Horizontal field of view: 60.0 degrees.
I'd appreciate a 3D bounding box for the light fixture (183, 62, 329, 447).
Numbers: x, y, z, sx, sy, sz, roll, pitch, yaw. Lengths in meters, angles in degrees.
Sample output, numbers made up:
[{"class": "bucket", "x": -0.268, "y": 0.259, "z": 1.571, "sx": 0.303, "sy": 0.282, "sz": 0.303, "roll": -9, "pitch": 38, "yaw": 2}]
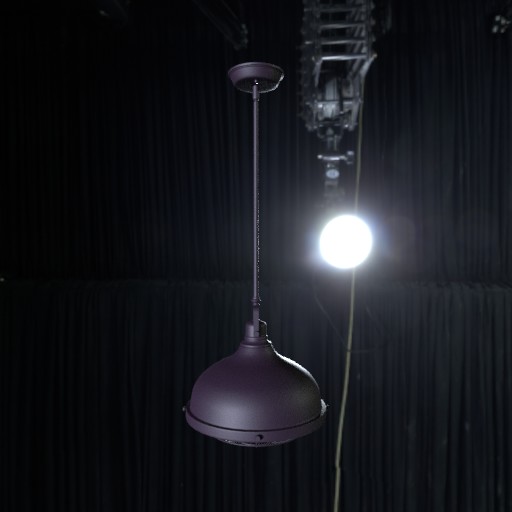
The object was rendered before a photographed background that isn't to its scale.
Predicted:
[{"class": "light fixture", "x": 0.000, "y": 0.000, "z": 1.038, "sx": 0.341, "sy": 0.849, "sz": 0.341, "roll": 0, "pitch": 0, "yaw": -1}]
